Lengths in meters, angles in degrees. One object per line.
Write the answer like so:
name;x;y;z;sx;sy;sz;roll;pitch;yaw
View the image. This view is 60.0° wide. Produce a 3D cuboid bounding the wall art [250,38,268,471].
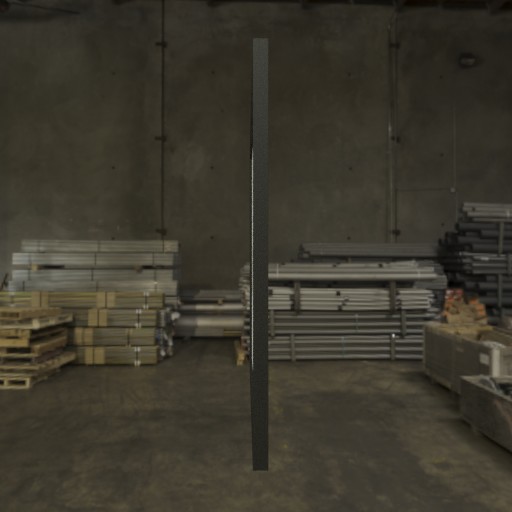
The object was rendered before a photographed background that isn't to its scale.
wall art;0.000;0.000;0.542;0.013;0.356;0.356;0;-1;-1
